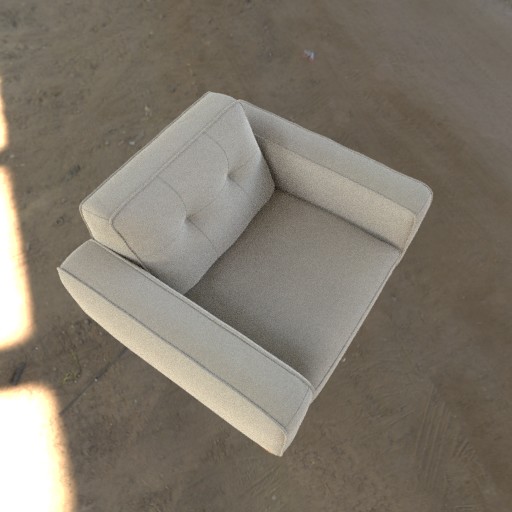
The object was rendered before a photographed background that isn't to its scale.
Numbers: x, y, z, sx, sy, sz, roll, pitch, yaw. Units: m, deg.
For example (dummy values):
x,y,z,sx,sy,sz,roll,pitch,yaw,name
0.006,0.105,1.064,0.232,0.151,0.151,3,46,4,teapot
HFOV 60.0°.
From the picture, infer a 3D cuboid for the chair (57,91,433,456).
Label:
x,y,z,sx,sy,sz,roll,pitch,yaw,name
0.000,0.000,1.752,0.953,0.779,1.115,30,63,17,chair
